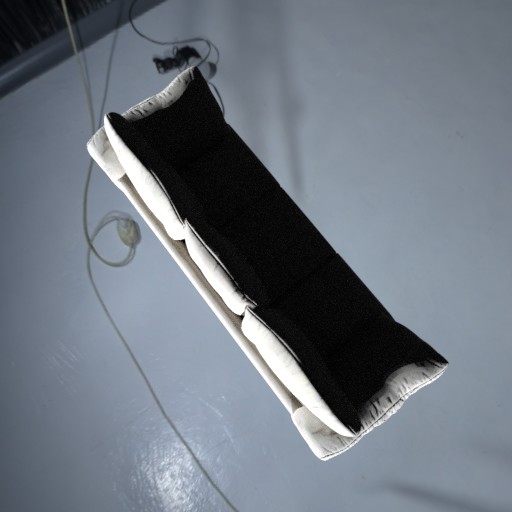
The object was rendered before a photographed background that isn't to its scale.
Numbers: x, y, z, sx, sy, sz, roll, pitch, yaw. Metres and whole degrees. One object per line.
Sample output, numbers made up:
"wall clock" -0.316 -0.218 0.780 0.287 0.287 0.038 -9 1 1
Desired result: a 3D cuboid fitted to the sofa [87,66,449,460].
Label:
"sofa" 0.000 0.000 2.778 0.878 0.996 2.334 -37 79 -8
